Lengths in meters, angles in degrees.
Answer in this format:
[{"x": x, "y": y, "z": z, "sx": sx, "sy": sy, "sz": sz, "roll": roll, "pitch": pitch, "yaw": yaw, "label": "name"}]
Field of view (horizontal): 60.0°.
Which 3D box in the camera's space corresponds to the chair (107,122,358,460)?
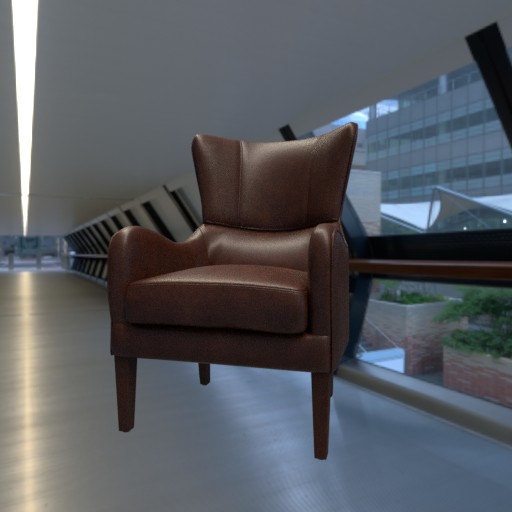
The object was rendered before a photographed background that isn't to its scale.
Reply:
[{"x": 0.000, "y": 0.000, "z": 1.609, "sx": 0.692, "sy": 1.048, "sz": 0.914, "roll": 0, "pitch": 1, "yaw": 17, "label": "chair"}]
